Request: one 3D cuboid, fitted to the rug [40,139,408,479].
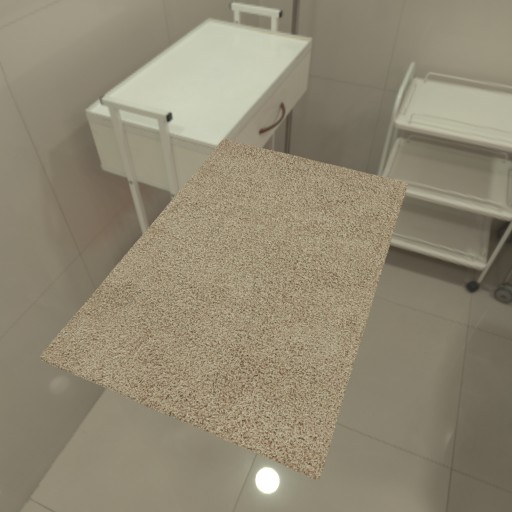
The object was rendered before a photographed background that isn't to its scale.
[{"bbox_3d":[0.000,0.000,2.242,1.219,0.030,1.778,17,50,15],"label":"rug"}]
